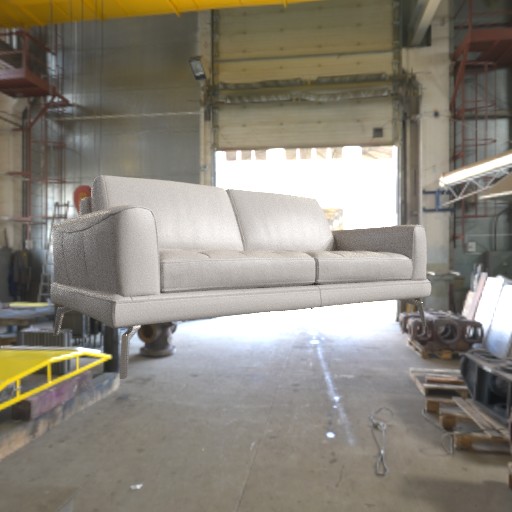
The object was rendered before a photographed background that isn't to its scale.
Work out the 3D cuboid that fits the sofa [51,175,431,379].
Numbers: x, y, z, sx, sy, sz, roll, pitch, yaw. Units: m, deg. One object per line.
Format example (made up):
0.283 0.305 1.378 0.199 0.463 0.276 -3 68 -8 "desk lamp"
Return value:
0.000 0.000 2.742 2.177 0.930 1.121 0 0 -37 "sofa"
